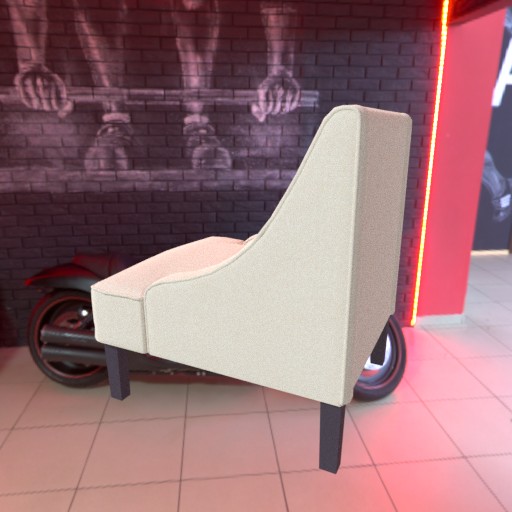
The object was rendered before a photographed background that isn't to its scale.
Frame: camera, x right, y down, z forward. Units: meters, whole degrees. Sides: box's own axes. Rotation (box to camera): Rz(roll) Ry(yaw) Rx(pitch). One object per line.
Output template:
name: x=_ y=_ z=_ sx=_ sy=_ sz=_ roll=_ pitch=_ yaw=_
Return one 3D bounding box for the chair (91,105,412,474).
chair: x=0.000 y=0.000 z=1.431 sx=0.806 sy=0.886 sz=0.689 roll=8 pitch=18 yaw=25
